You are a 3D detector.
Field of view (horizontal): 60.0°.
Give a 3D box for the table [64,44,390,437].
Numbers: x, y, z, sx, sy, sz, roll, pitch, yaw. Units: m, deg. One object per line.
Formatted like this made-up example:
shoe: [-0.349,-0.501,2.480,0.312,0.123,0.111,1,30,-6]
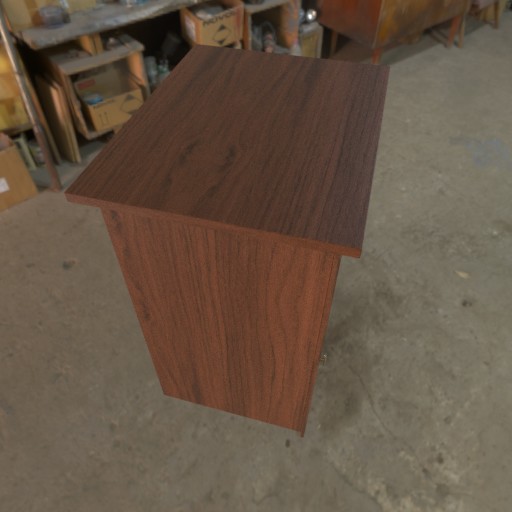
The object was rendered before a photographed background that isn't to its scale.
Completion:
table: [0.000,0.000,0.926,0.381,0.636,0.480,11,48,10]
